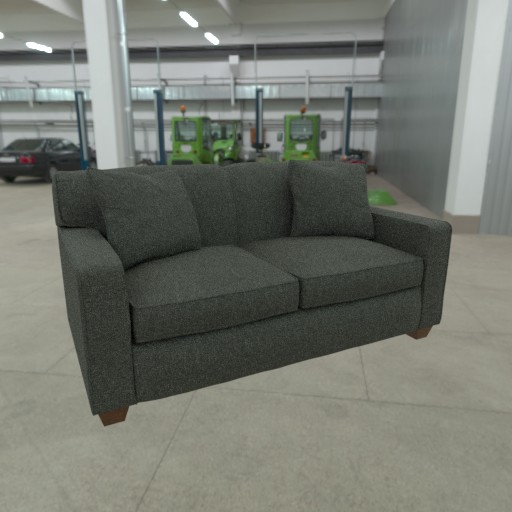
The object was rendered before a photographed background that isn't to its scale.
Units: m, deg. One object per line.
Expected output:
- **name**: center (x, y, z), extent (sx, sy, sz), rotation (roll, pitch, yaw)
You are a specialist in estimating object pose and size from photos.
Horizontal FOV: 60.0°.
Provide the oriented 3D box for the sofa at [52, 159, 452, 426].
- **sofa**: center (0.000, 0.000, 2.332), extent (1.846, 0.958, 0.998), rotation (-8, 17, -26)
